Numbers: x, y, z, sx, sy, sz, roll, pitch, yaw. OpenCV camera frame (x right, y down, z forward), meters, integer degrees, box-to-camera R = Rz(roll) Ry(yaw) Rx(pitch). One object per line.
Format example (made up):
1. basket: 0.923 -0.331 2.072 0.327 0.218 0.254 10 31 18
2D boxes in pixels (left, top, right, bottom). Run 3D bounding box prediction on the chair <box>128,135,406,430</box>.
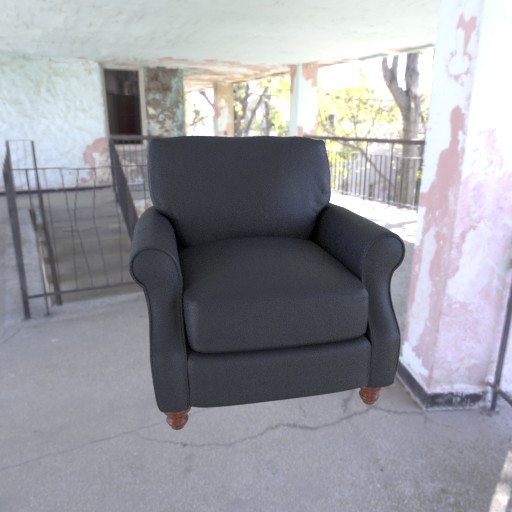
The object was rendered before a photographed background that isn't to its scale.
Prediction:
1. chair: 0.000 0.000 1.850 1.015 0.960 1.027 -2 17 -6
